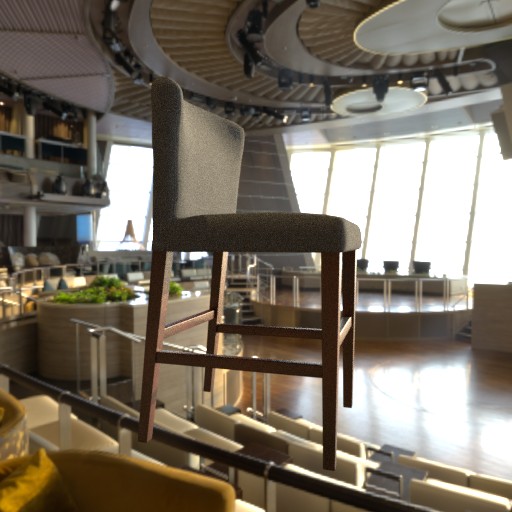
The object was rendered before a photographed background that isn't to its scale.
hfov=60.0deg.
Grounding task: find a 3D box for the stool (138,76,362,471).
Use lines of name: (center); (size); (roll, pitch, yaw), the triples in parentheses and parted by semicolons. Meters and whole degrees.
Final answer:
stool: (0.000, 0.000, 1.282); (0.568, 0.968, 0.479); (1, 2, 18)
